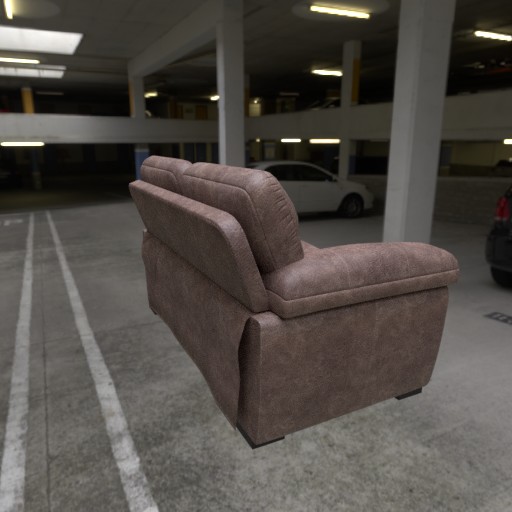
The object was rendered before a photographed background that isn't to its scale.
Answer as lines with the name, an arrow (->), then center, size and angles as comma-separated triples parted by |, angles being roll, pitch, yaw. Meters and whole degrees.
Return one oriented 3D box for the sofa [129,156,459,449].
sofa -> 0.000, 0.000, 2.322 | 0.991, 0.991, 1.753 | -7, 17, -26
